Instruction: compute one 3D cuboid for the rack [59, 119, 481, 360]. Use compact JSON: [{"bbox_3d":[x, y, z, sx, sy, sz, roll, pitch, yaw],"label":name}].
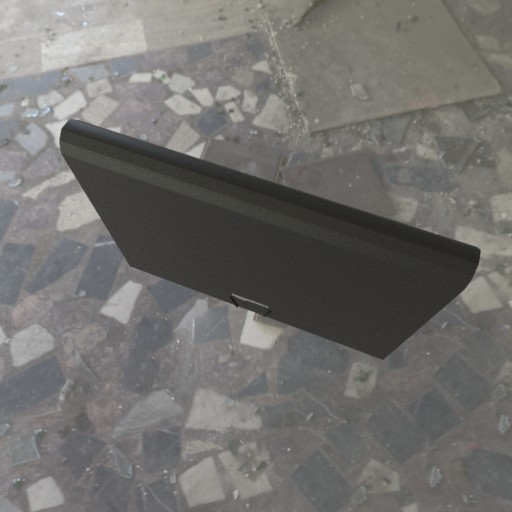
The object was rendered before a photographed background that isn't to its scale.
[{"bbox_3d":[0.000,0.000,0.439,0.330,0.241,0.041,19,66,9],"label":"rack"}]
